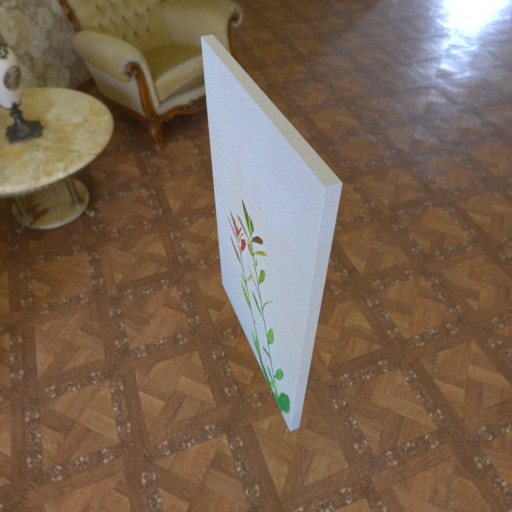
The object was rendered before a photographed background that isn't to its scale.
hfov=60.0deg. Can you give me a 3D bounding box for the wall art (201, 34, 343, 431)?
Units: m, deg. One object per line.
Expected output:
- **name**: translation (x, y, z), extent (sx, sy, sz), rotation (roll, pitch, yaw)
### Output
- **wall art**: translation (0.000, 0.000, 1.478), extent (0.038, 1.143, 0.764), rotation (-17, 49, -15)
